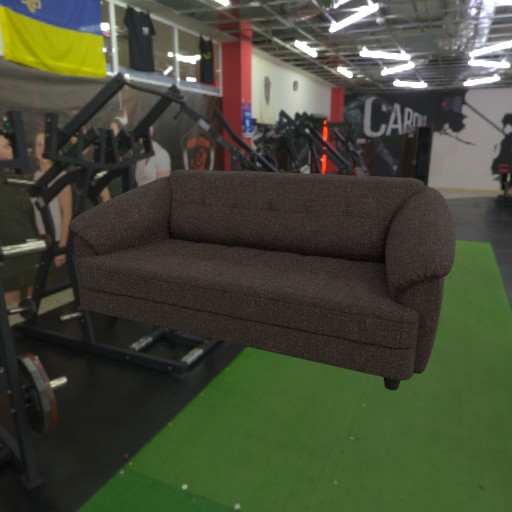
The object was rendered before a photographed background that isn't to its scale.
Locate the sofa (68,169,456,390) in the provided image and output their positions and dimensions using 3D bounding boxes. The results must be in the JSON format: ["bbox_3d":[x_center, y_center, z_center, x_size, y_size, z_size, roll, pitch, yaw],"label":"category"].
[{"bbox_3d":[0.000,0.000,2.260,1.849,0.790,0.887,7,17,25],"label":"sofa"}]
